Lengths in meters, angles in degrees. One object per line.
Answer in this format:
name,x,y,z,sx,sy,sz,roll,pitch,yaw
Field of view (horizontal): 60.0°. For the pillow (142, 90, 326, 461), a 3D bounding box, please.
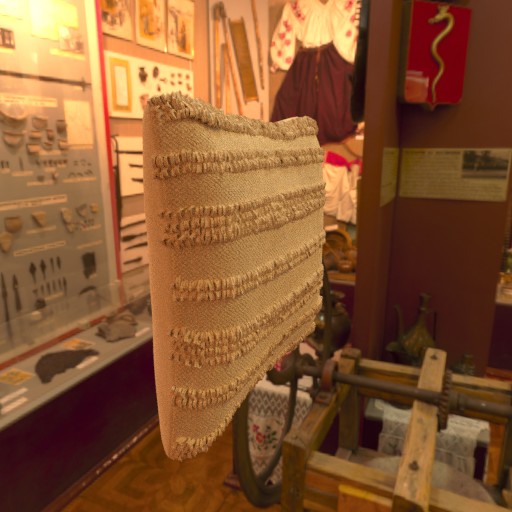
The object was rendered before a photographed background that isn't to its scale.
pillow,0.000,0.000,0.658,0.145,0.427,0.437,7,16,26
